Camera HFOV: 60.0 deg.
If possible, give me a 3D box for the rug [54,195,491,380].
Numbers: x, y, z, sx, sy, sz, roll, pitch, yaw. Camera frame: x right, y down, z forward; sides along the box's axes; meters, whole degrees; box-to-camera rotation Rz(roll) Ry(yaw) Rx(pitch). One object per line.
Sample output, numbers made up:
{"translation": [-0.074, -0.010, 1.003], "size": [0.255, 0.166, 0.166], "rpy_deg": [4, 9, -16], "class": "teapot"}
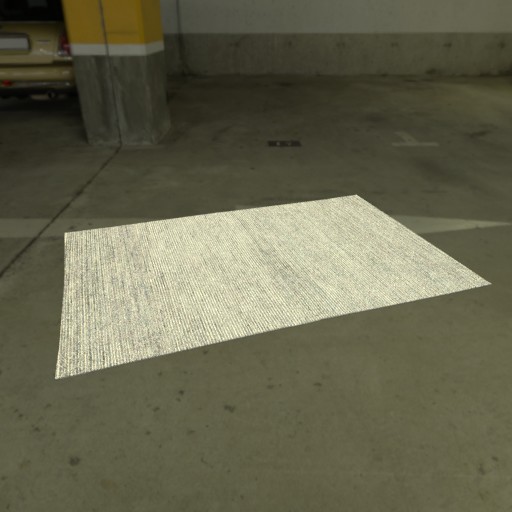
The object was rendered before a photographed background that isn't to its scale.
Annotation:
{"translation": [0.000, 0.000, 2.160], "size": [1.789, 0.021, 1.159], "rpy_deg": [-9, 30, -16], "class": "rug"}
